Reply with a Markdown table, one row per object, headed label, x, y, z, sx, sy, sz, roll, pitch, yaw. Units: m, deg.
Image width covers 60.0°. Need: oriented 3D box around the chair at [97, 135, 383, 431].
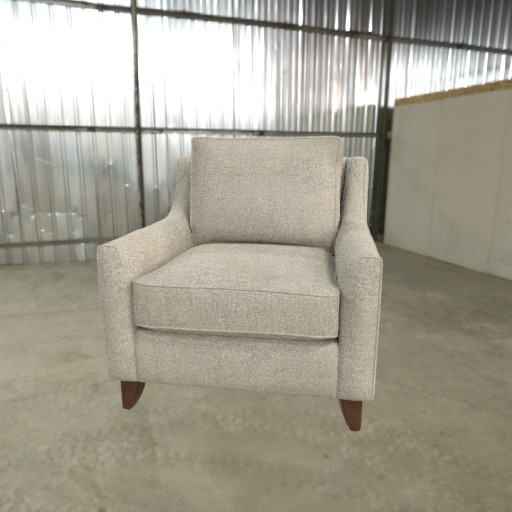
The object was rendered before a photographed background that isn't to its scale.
| label | x | y | z | sx | sy | sz | roll | pitch | yaw |
| --- | --- | --- | --- | --- | --- | --- | --- | --- | --- |
| chair | 0.000 | 0.000 | 1.628 | 0.838 | 0.864 | 0.918 | 2 | 14 | 9 |
